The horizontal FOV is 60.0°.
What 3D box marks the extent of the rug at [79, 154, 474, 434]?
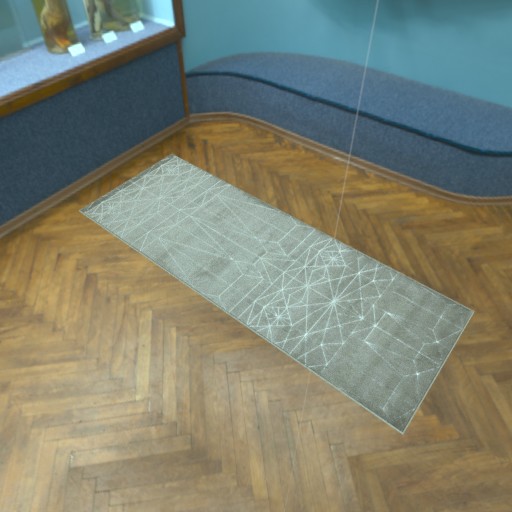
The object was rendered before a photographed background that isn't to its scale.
[{"bbox_3d":[0.000,0.000,2.718,2.388,0.012,0.864,31,54,25],"label":"rug"}]
